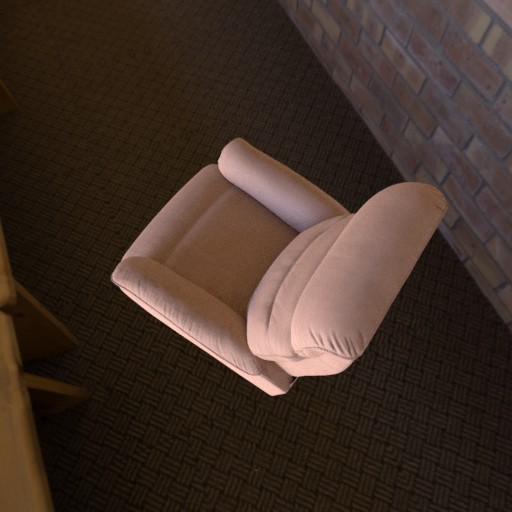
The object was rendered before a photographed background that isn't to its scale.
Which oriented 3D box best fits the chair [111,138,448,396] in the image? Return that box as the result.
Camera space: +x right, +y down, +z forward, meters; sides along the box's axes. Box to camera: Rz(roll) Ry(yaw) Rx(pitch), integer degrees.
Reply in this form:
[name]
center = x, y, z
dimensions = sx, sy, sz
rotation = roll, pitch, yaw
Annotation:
[chair]
center = 0.000, 0.000, 1.745
dimensions = 1.004, 1.037, 0.820
rotation = 32, 68, 14
